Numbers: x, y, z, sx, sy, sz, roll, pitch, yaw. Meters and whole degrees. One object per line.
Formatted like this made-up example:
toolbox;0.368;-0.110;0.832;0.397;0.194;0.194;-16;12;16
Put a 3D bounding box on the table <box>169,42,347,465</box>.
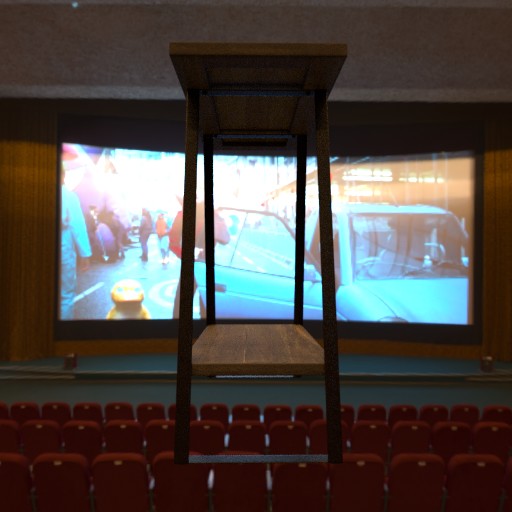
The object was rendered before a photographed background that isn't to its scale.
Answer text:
table;0.000;0.000;1.032;0.300;0.701;0.599;0;-2;-1
